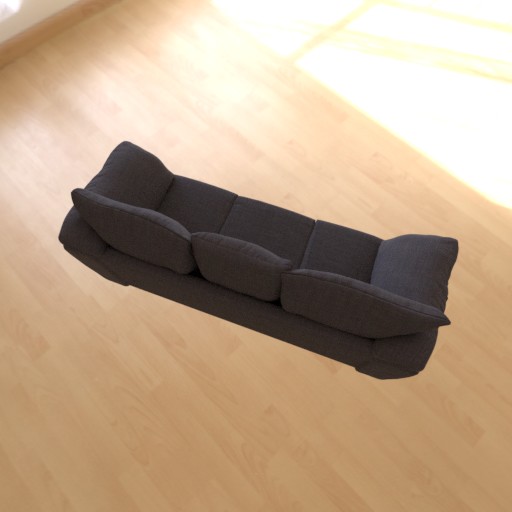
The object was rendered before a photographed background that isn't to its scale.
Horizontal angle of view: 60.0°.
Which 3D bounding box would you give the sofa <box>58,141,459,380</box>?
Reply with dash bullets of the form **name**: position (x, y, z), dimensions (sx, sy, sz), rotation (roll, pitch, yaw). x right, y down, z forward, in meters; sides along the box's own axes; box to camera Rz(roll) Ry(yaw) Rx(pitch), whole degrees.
- **sofa**: position (0.000, 0.000, 2.885), dimensions (2.336, 1.080, 0.883), rotation (19, 65, 9)
